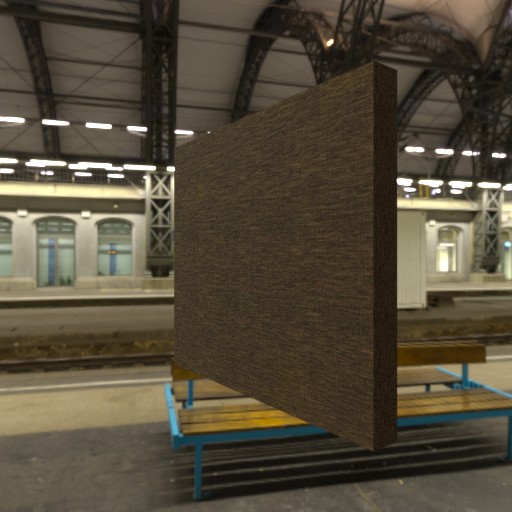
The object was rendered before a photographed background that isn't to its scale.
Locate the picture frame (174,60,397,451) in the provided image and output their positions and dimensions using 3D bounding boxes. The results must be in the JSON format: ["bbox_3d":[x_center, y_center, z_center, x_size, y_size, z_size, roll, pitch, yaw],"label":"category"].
[{"bbox_3d":[0.000,0.000,0.536,0.033,0.330,0.378,0,0,-36],"label":"picture frame"}]
